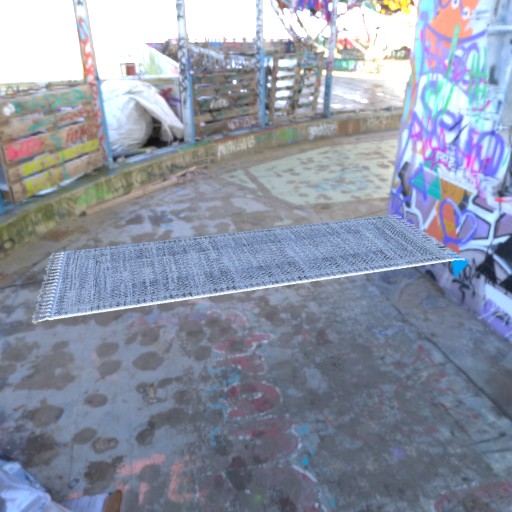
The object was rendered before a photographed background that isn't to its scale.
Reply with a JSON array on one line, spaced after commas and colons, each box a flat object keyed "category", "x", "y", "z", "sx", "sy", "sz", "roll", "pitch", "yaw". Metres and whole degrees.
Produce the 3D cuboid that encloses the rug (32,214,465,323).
[{"category": "rug", "x": 0.000, "y": 0.000, "z": 2.758, "sx": 2.480, "sy": 0.013, "sz": 0.786, "roll": -7, "pitch": 28, "yaw": -14}]
